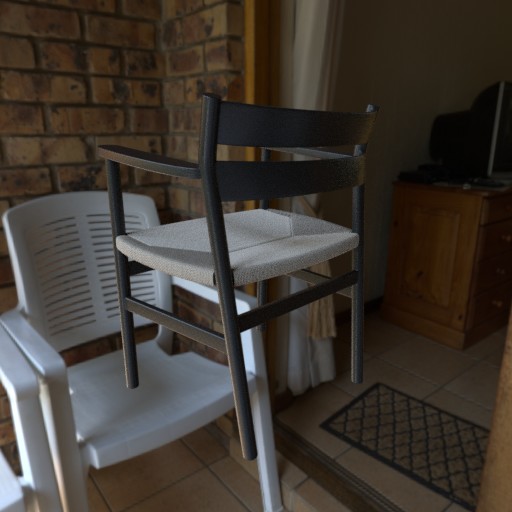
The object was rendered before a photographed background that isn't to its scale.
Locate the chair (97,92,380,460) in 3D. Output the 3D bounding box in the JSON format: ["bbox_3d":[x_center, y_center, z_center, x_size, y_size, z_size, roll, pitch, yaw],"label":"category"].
[{"bbox_3d":[0.000,0.000,1.176,0.630,0.775,0.508,-15,22,-43],"label":"chair"}]
